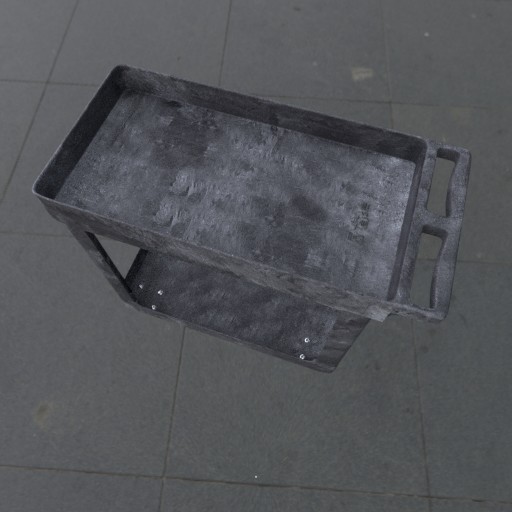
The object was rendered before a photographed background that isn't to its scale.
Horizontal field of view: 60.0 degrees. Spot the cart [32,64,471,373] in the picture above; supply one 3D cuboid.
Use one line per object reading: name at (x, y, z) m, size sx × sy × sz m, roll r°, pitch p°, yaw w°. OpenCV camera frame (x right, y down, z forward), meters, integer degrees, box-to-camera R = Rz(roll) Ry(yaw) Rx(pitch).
cart at (0.000, 0.000, 1.323) m, size 0.877 × 0.824 × 0.420 m, roll 17°, pitch 65°, yaw 8°
